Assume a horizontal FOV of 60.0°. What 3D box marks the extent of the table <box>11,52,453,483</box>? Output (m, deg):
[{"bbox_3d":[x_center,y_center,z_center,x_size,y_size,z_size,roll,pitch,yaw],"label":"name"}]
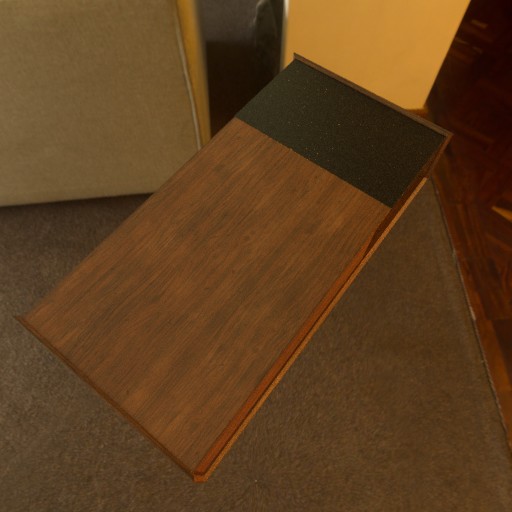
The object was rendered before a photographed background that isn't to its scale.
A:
[{"bbox_3d":[0.000,0.000,1.471,0.610,0.508,1.221,35,68,16],"label":"table"}]
